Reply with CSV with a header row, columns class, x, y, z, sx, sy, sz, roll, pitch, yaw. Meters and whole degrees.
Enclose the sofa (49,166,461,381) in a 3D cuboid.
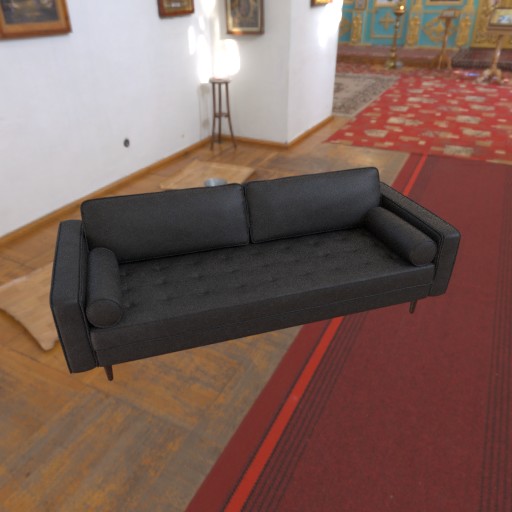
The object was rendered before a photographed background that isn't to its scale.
class,x,y,z,sx,sy,sz,roll,pitch,yaw
sofa,0.000,0.000,2.655,2.210,0.762,0.914,-9,31,-16
